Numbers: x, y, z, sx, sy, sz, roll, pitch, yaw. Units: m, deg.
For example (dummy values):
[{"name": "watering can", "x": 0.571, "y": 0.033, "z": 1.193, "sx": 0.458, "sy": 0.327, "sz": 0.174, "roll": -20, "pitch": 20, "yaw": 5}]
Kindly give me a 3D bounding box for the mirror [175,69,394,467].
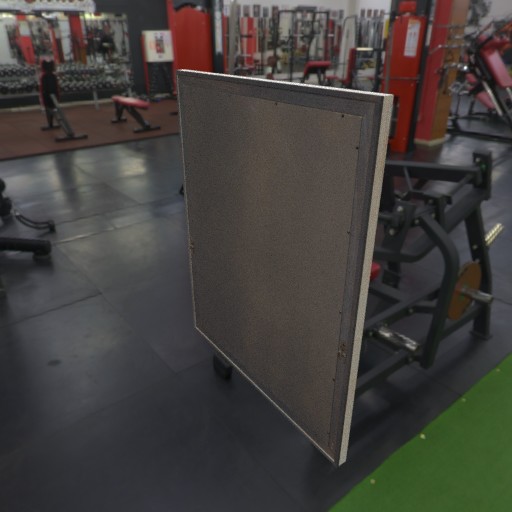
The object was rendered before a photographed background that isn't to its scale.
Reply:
[{"name": "mirror", "x": 0.000, "y": 0.000, "z": 1.186, "sx": 0.032, "sy": 0.882, "sz": 0.730, "roll": -18, "pitch": 32, "yaw": -32}]
